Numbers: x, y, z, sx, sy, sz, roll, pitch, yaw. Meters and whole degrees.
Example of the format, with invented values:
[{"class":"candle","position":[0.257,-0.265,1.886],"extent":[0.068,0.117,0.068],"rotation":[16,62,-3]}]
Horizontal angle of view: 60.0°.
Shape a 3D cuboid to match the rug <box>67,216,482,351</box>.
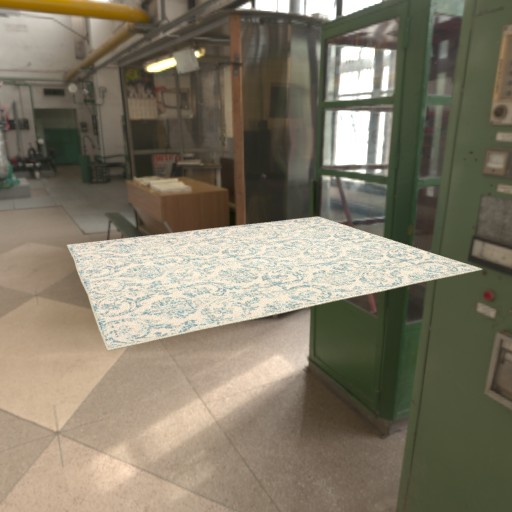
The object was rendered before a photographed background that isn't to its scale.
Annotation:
[{"class":"rug","position":[0.000,0.000,4.004],"extent":[2.980,0.012,2.363],"rotation":[-8,19,-26]}]
